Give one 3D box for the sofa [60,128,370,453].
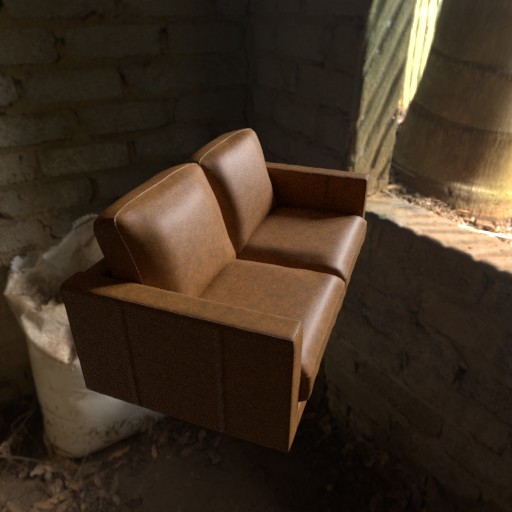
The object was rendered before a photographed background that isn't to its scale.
[{"bbox_3d":[0.000,0.000,2.178,0.909,0.951,1.578,11,32,18],"label":"sofa"}]
